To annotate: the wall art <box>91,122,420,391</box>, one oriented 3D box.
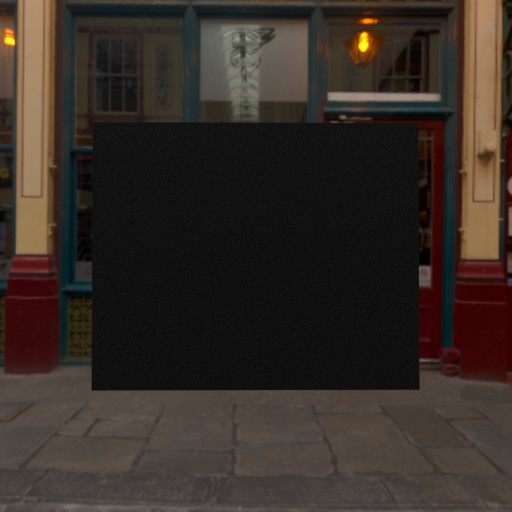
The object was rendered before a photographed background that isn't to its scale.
[{"bbox_3d":[0.000,0.000,0.771,0.558,0.457,0.031,0,-1,0],"label":"wall art"}]
